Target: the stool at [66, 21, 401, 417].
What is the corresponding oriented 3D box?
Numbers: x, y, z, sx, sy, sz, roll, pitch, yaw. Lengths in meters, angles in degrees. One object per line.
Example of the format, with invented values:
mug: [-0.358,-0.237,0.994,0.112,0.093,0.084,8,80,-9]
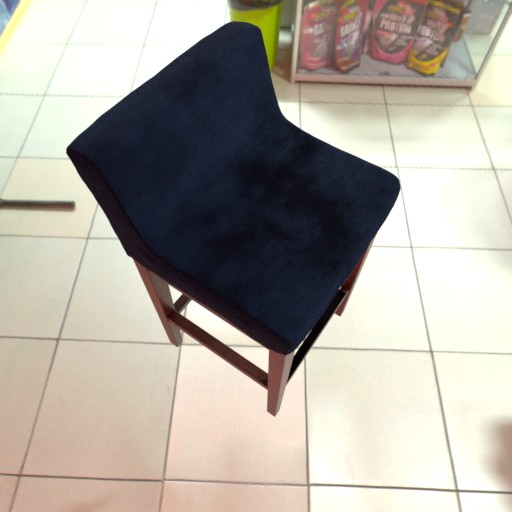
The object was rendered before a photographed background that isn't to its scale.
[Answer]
stool: [0.000,0.000,1.202,0.516,0.945,0.511,31,63,18]
